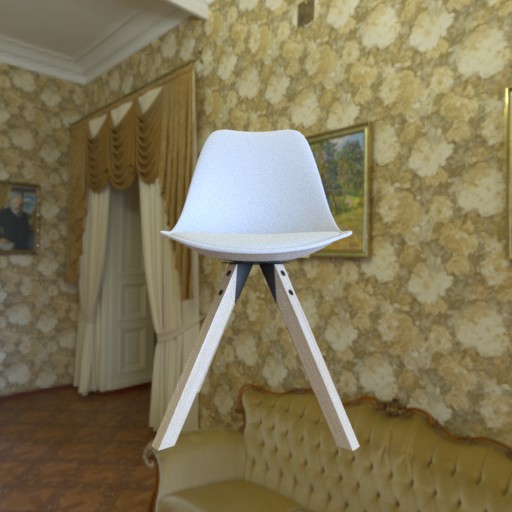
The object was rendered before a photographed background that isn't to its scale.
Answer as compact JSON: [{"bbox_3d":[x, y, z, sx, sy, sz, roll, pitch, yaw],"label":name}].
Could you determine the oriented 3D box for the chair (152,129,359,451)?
[{"bbox_3d":[0.000,0.000,1.210,0.485,0.850,0.550,0,-1,0],"label":"chair"}]
